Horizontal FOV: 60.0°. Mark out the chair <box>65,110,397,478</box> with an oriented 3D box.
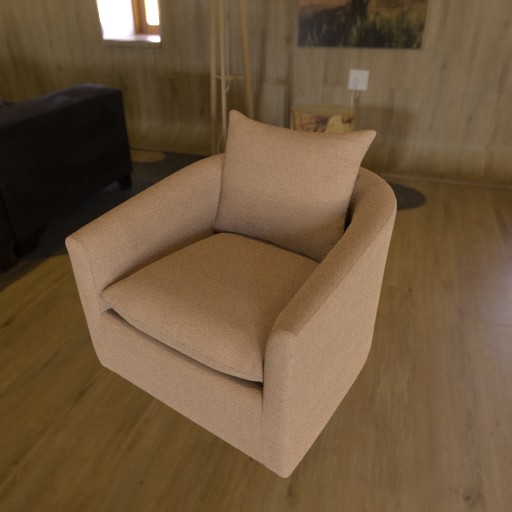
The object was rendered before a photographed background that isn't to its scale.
[{"bbox_3d":[0.000,0.000,1.560,0.845,0.848,0.910,19,35,29],"label":"chair"}]
